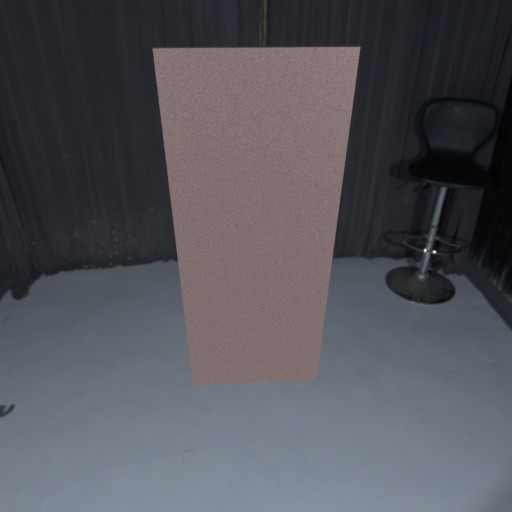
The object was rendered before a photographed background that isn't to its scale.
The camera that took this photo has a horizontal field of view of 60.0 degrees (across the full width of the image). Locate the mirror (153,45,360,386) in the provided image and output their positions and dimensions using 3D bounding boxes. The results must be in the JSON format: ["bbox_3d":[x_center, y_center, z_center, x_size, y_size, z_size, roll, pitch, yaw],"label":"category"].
[{"bbox_3d":[0.000,0.000,2.334,0.812,2.020,0.221,-2,30,-3],"label":"mirror"}]
